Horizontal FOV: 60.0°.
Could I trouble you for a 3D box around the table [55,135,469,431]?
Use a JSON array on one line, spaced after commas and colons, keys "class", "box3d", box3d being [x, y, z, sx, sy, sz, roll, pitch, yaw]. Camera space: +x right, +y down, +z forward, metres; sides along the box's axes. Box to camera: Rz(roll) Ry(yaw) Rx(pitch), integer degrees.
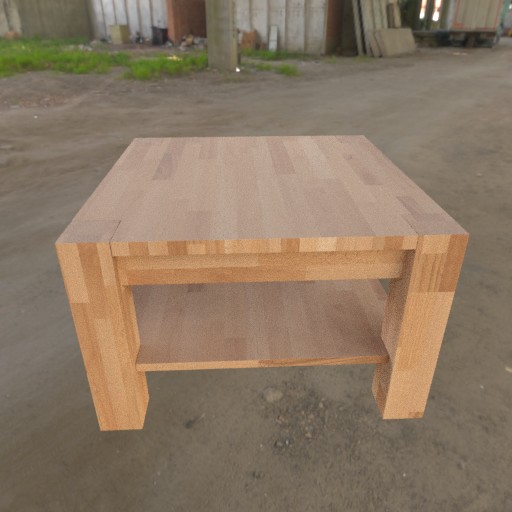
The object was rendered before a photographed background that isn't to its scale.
[{"class": "table", "box3d": [0.000, 0.000, 1.160, 0.700, 0.451, 0.700, -1, 29, -2]}]
